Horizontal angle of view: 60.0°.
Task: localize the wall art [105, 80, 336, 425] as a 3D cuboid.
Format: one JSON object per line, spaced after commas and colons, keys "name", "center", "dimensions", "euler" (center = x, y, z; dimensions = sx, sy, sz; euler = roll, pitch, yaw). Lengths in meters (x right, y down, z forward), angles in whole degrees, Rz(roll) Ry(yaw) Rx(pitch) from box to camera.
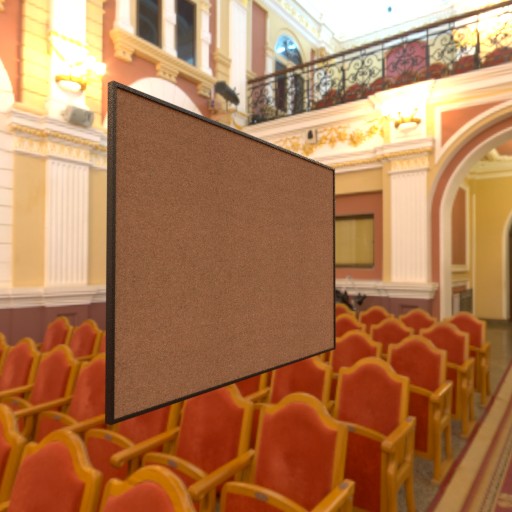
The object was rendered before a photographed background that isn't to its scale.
{"name": "wall art", "center": [0.000, 0.000, 1.240], "dimensions": [0.019, 0.660, 0.957], "euler": [-1, -2, 36]}
